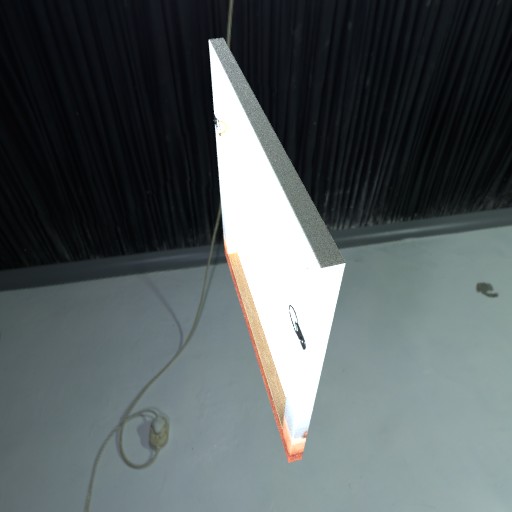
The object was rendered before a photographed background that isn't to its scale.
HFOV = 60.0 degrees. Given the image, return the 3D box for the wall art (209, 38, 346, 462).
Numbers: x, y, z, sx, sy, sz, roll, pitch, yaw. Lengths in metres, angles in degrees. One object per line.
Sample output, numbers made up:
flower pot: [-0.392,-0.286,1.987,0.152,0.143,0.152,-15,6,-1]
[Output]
wall art: [0.000,0.000,1.107,0.042,0.760,0.760,-11,48,-10]
